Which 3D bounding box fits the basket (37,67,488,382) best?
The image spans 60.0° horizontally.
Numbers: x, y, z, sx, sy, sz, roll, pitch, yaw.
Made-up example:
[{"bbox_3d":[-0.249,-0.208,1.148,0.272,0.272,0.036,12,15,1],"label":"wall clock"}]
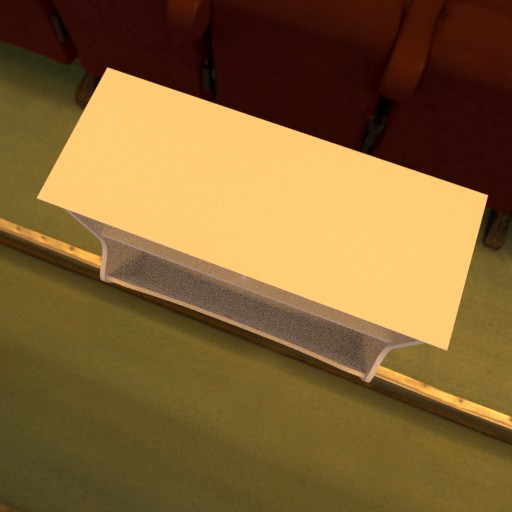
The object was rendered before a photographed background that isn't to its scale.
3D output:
[{"bbox_3d":[0.000,0.000,1.128,0.792,0.625,0.376,20,76,5],"label":"basket"}]
